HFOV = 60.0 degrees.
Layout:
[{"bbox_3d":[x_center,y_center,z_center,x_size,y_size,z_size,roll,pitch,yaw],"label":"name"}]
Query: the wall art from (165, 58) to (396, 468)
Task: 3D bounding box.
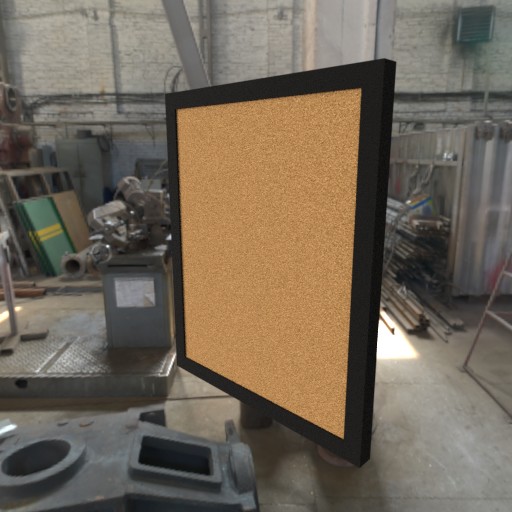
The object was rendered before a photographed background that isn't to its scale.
[{"bbox_3d":[0.000,0.000,0.753,0.457,0.559,0.029,13,18,43],"label":"wall art"}]
